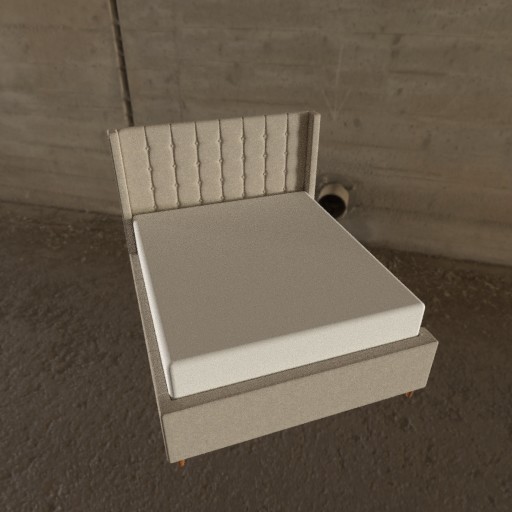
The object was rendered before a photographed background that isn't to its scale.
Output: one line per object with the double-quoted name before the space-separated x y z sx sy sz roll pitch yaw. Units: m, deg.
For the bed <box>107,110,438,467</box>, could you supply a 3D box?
"bed" 0.000 0.000 3.793 2.045 1.743 2.370 -10 34 -16
